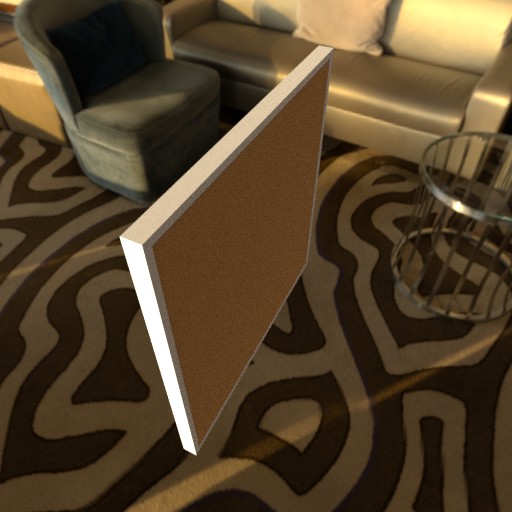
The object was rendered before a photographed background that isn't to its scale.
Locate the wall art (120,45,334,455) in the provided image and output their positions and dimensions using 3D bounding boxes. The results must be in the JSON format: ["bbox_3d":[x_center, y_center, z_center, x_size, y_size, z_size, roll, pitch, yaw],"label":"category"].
[{"bbox_3d":[0.000,0.000,1.116,0.038,0.762,0.762,20,49,18],"label":"wall art"}]
